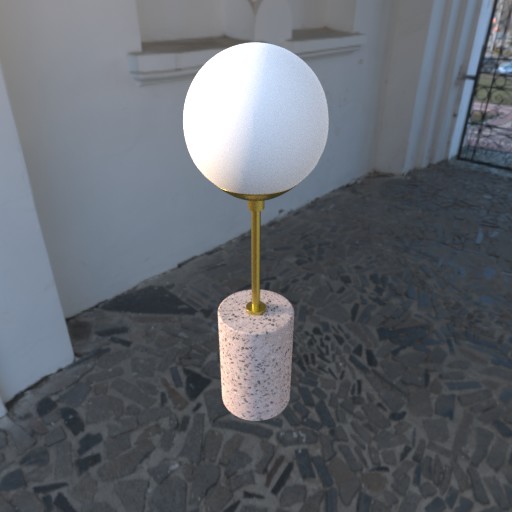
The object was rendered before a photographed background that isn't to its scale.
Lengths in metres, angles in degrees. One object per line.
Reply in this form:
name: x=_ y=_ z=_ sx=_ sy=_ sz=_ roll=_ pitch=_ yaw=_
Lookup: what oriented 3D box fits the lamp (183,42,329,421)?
lamp: x=0.000 y=0.000 z=0.553 sx=0.153 sy=0.480 sz=0.153 roll=0 pitch=29 yaw=0
